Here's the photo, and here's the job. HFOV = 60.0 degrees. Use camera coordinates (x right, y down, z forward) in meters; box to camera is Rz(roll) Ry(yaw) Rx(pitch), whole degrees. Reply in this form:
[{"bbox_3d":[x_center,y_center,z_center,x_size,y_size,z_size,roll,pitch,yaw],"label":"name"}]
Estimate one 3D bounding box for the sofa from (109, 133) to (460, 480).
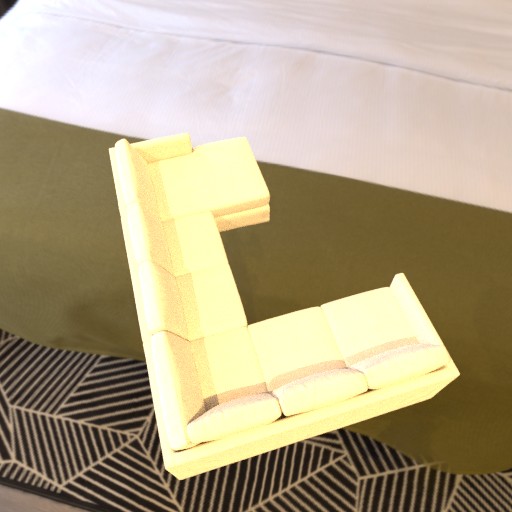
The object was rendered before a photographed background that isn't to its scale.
[{"bbox_3d":[0.000,0.000,4.491,2.427,0.882,3.460,-14,58,-9],"label":"sofa"}]
